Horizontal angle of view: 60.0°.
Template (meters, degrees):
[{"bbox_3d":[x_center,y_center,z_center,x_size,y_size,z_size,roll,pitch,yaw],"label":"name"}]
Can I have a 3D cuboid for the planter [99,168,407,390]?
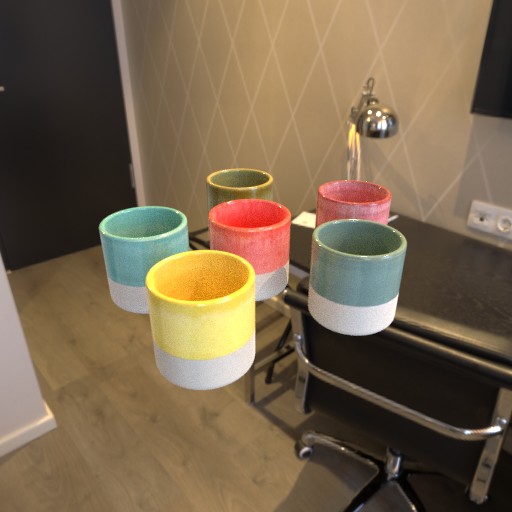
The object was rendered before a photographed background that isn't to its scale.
[{"bbox_3d":[0.000,0.000,0.410,0.257,0.075,0.286,9,29,16],"label":"planter"}]
